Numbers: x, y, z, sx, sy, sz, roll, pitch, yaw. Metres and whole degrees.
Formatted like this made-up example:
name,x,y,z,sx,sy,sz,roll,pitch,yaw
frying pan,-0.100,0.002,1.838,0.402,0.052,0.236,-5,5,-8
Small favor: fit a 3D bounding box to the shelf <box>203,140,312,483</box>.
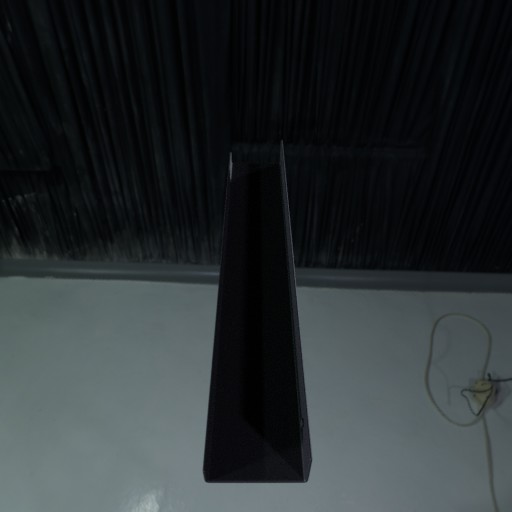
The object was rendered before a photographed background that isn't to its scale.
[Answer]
name,x,y,z,sx,sy,sz,roll,pitch,yaw
shelf,0.000,0.000,0.640,0.102,0.053,0.605,0,42,0
